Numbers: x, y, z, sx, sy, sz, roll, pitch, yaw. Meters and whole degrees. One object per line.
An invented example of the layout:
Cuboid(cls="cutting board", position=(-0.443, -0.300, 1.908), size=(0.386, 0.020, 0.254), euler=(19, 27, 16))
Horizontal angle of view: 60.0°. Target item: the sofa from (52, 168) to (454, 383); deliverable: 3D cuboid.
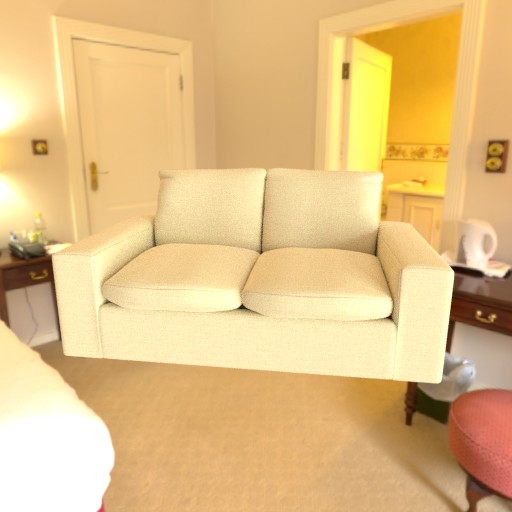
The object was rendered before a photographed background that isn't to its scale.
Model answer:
Cuboid(cls="sofa", position=(0.000, 0.000, 2.373), size=(1.754, 0.875, 1.091), euler=(2, 15, 8))
